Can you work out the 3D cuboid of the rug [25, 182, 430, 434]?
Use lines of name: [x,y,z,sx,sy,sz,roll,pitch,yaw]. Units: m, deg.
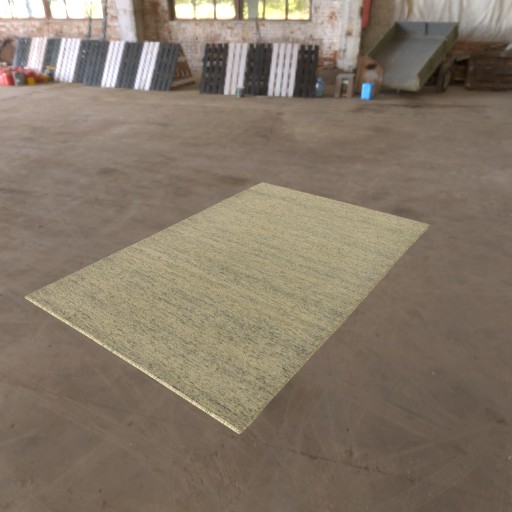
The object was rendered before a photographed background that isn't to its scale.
rug: [0.000,0.000,2.324,1.243,0.014,1.846,20,35,31]
